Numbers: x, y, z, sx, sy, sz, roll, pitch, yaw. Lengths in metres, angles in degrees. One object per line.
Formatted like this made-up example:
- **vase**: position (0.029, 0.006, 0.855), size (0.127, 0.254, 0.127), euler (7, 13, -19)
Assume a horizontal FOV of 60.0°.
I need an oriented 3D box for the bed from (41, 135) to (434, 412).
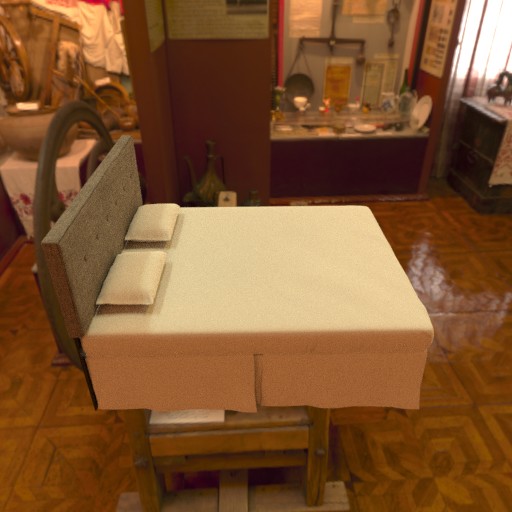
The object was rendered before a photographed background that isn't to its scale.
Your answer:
- **bed**: position (0.000, 0.000, 2.970), size (1.958, 1.168, 1.621), euler (-1, 32, -1)
